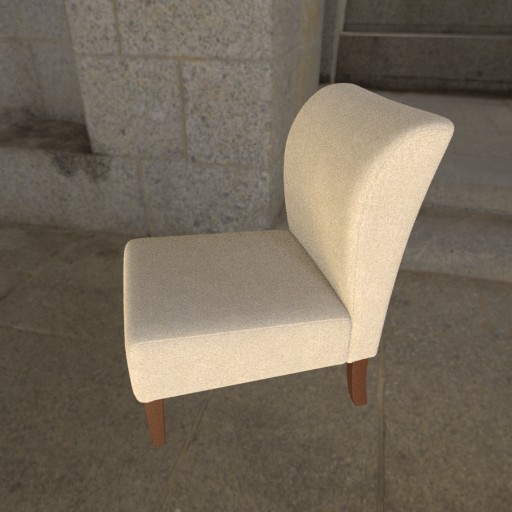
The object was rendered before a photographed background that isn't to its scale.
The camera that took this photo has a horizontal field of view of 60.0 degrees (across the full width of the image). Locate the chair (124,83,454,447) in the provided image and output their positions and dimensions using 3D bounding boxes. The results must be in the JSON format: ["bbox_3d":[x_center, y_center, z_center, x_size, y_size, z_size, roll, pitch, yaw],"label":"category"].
[{"bbox_3d":[0.000,0.000,1.259,0.754,0.833,0.521,-7,31,-13],"label":"chair"}]
